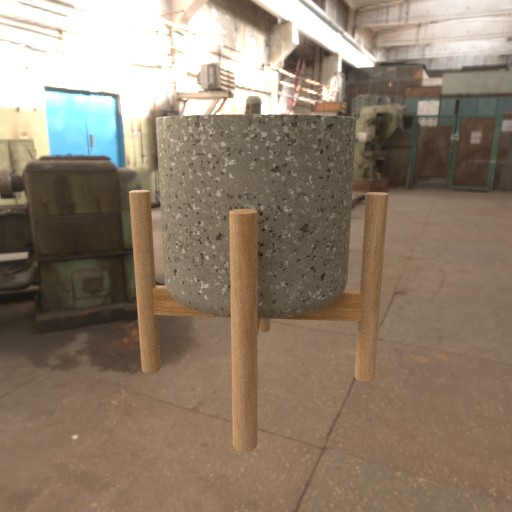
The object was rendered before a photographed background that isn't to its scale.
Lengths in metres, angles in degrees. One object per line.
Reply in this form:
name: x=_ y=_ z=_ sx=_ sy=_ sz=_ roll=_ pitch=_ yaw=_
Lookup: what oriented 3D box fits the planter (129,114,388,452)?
planter: x=0.000 y=0.000 z=0.543 sx=0.284 sy=0.320 sz=0.284 roll=7 pitch=17 yaw=26
